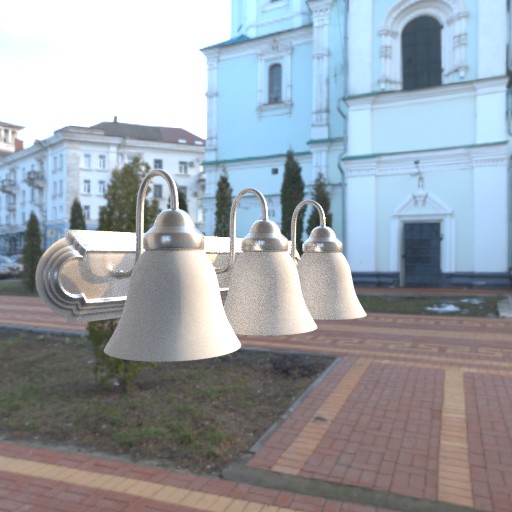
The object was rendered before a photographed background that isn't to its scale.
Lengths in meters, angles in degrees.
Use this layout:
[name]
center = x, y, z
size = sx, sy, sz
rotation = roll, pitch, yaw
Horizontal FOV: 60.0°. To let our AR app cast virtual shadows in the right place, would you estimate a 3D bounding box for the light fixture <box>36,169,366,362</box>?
[light fixture]
center = 0.000, 0.000, 0.711
size = 0.199, 0.222, 0.610
rotation = 0, 0, 37
